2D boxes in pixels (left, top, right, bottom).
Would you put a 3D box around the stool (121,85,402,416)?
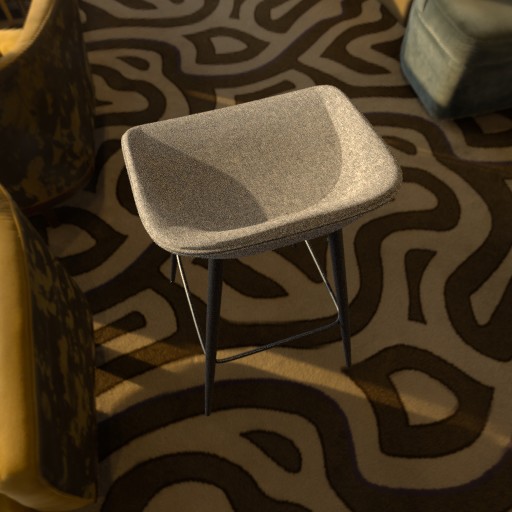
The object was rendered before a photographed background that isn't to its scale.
[{"bbox_3d":[0.000,0.000,1.106,0.469,0.814,0.480,-16,60,-10],"label":"stool"}]
